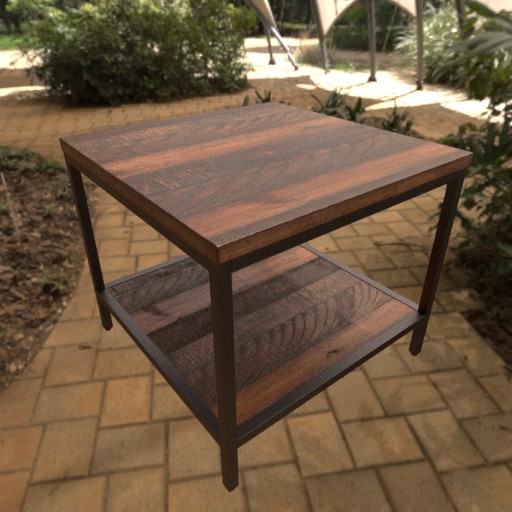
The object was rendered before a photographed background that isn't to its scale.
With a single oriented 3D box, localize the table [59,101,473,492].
[{"bbox_3d":[0.000,0.000,0.949,0.548,0.482,0.553,-22,37,-32],"label":"table"}]
